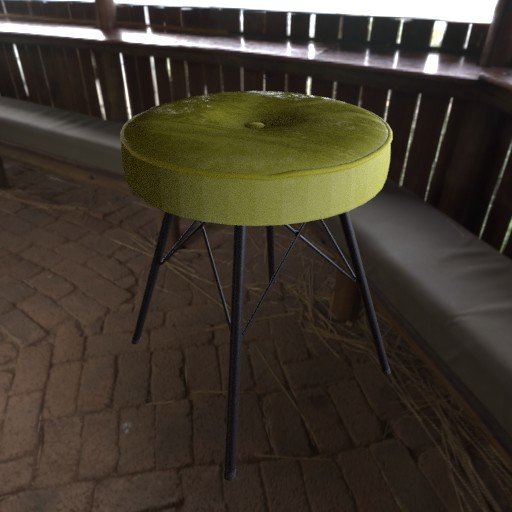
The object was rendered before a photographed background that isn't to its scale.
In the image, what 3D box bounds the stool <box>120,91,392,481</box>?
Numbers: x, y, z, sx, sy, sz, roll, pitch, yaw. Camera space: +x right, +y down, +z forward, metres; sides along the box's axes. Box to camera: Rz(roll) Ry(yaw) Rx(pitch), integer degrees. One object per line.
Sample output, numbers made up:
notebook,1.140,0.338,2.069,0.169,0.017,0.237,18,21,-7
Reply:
stool,0.000,0.000,0.809,0.409,0.508,0.409,-21,39,-29
